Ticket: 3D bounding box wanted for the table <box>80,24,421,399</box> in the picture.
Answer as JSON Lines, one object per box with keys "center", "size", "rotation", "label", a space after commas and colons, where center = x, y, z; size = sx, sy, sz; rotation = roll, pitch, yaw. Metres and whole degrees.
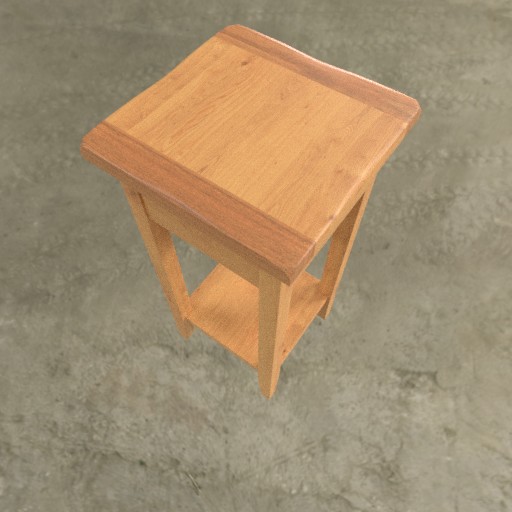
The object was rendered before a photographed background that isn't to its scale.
{"center": [0.000, 0.000, 0.953], "size": [0.360, 0.740, 0.360], "rotation": [32, 64, 18], "label": "table"}
